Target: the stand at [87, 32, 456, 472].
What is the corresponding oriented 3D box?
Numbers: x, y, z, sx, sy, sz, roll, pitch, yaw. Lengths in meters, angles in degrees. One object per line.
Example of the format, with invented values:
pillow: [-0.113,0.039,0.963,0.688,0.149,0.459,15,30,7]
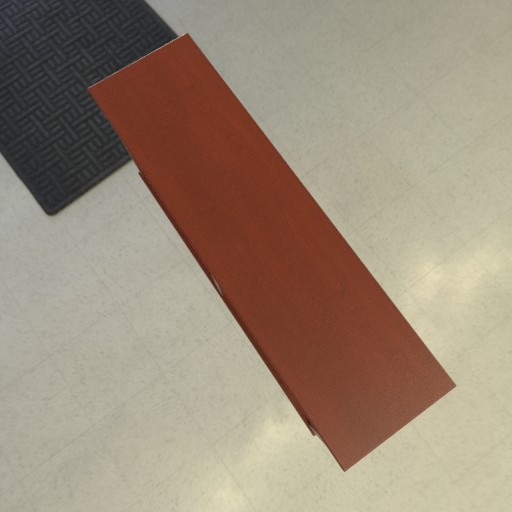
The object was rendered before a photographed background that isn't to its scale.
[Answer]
stand: [0.000,0.000,1.679,0.381,0.762,1.372,-33,78,-8]
